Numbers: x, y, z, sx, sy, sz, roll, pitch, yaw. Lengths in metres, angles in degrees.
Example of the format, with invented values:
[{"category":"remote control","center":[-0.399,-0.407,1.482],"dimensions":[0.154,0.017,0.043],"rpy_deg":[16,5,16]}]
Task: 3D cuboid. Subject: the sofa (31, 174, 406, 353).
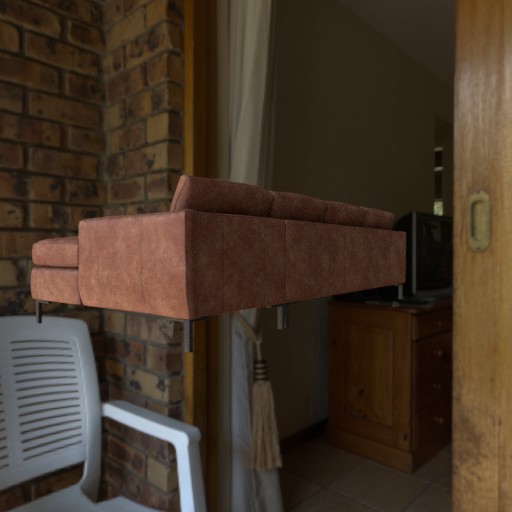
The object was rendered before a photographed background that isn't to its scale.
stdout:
[{"category":"sofa","center":[0.000,0.000,3.624],"dimensions":[1.471,0.859,2.993],"rpy_deg":[1,1,37]}]
